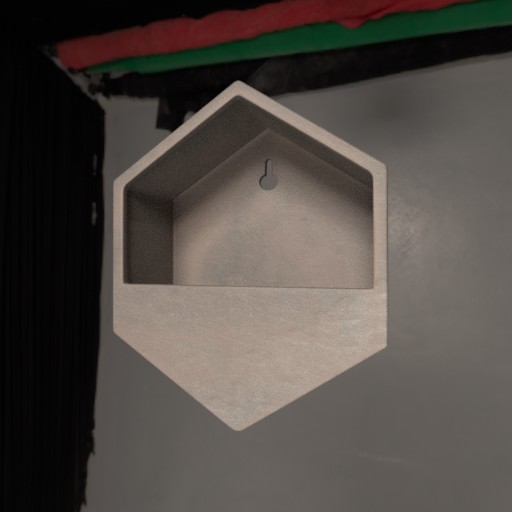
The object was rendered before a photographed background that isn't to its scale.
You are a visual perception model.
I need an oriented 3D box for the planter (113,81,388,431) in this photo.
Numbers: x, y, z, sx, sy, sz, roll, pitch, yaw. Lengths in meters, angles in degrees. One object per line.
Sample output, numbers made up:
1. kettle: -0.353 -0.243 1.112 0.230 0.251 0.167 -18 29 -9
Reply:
1. planter: 0.000 0.000 0.296 0.169 0.206 0.077 0 0 17
